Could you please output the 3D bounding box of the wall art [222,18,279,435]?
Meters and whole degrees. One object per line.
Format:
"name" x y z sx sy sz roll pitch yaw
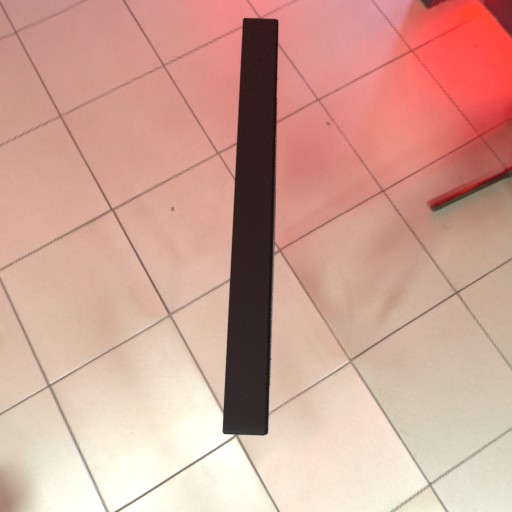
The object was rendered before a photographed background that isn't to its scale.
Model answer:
"wall art" 0.000 0.000 0.604 0.041 0.407 0.406 2 75 0
